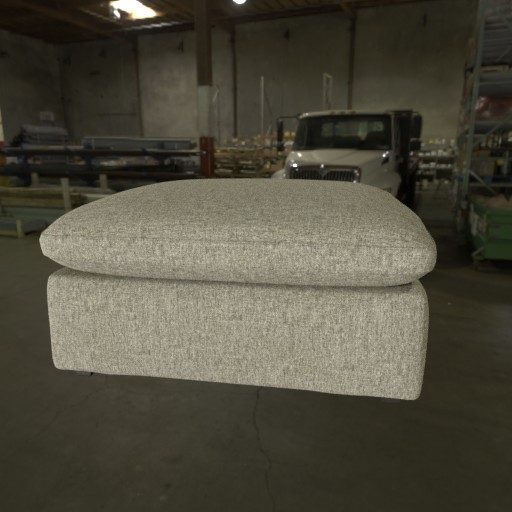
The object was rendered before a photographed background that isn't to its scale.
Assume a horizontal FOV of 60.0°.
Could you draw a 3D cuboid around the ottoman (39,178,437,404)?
[{"bbox_3d":[0.000,0.000,1.575,1.035,0.526,1.039,2,14,9],"label":"ottoman"}]
